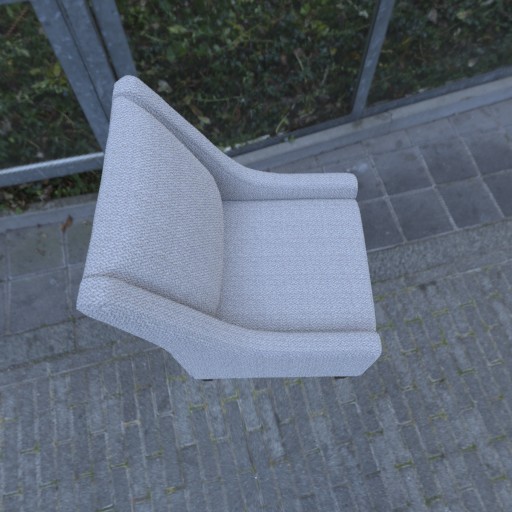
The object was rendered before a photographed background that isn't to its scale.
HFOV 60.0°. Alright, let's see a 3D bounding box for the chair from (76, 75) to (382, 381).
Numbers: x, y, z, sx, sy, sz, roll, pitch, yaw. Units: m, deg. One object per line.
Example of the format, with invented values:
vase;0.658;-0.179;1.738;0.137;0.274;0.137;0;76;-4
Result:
chair;0.000;0.000;1.630;0.870;1.014;0.774;-1;63;0
